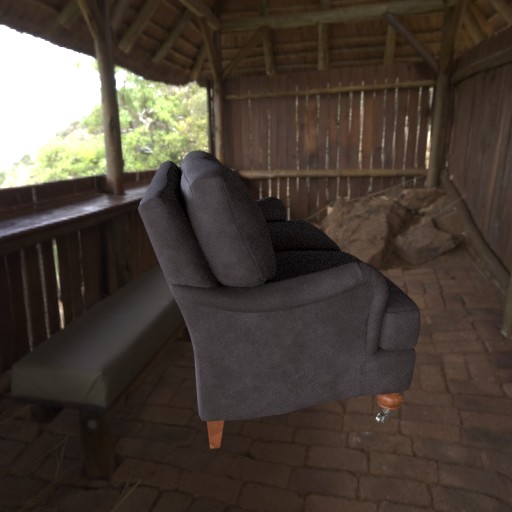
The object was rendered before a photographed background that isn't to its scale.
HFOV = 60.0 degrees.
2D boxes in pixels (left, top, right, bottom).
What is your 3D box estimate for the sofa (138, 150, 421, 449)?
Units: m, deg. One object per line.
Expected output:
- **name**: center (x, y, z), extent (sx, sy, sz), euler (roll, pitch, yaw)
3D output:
- **sofa**: center (0.000, 0.000, 2.508), extent (1.084, 1.101, 1.853), euler (-3, 16, -9)
